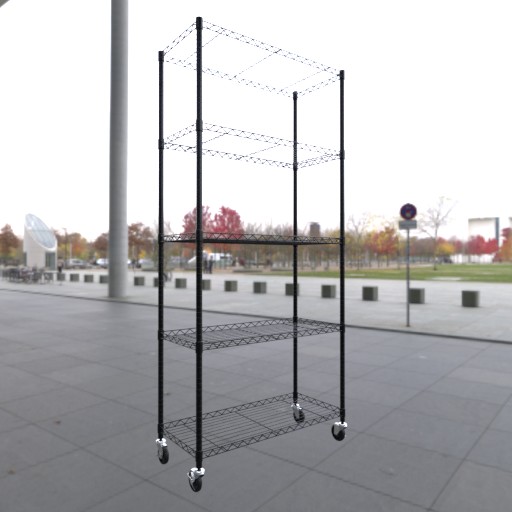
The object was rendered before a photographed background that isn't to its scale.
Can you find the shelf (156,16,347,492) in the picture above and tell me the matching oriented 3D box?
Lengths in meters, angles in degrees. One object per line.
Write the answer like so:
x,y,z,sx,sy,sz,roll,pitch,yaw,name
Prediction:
0.000,0.000,1.870,0.762,1.645,0.356,0,0,-37,shelf
